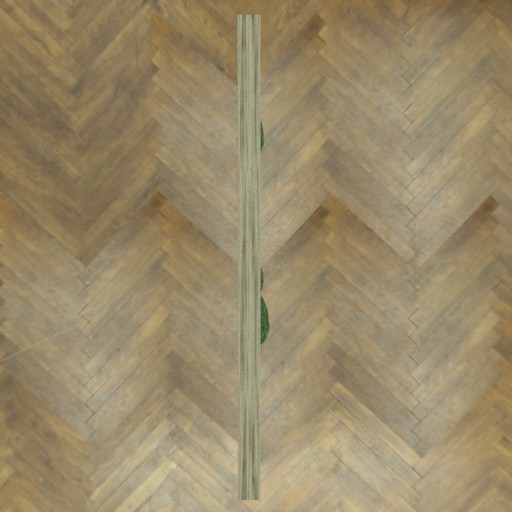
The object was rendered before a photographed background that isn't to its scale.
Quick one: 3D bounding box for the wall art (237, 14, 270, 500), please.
[{"bbox_3d":[0.000,0.000,1.072,0.063,0.609,0.841,0,92,0],"label":"wall art"}]
